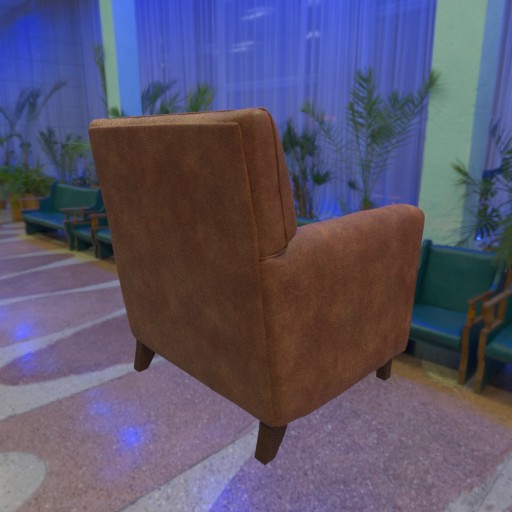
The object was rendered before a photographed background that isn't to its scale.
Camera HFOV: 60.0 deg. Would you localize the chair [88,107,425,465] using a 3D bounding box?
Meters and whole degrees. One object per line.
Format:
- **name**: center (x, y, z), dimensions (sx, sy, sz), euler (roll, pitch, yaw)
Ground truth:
- **chair**: center (0.000, 0.000, 1.581), dimensions (0.823, 0.943, 0.870), euler (-14, 20, -42)
